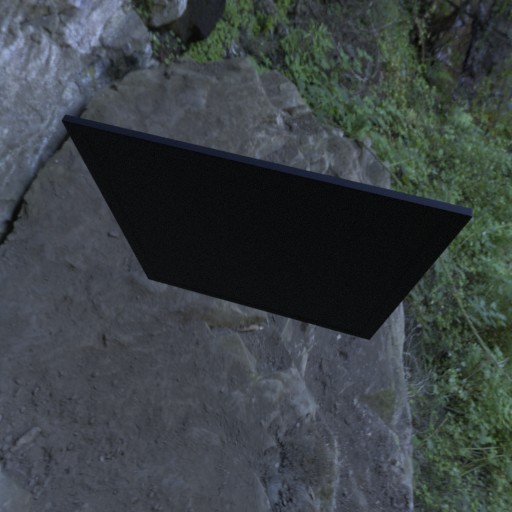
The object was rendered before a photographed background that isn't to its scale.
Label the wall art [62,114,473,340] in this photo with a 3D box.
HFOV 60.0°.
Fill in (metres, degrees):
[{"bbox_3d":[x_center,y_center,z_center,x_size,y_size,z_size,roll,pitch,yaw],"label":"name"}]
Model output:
[{"bbox_3d":[0.000,0.000,0.835,0.562,0.558,0.012,15,65,7],"label":"wall art"}]
